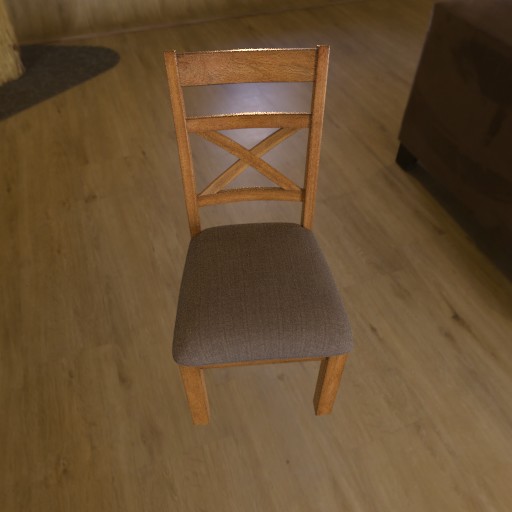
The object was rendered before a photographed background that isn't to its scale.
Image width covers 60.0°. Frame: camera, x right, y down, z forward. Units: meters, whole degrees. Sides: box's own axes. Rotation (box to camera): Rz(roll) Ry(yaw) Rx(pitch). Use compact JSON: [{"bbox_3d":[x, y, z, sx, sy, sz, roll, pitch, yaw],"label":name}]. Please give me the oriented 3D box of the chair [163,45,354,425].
[{"bbox_3d":[0.000,0.000,1.255,0.470,0.949,0.581,-3,47,-3],"label":"chair"}]
